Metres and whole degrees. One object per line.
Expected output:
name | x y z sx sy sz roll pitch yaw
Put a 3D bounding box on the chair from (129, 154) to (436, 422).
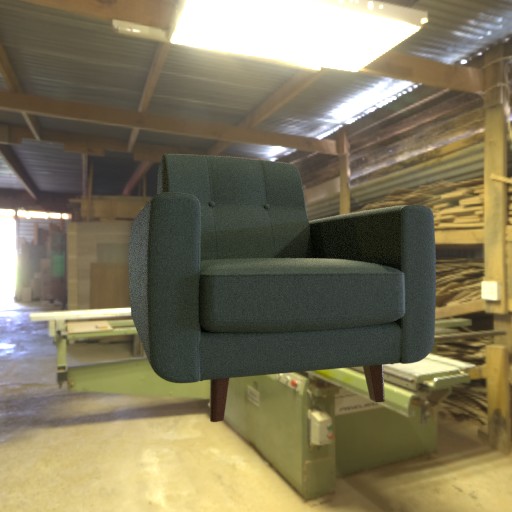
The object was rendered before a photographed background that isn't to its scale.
chair | 0.000 0.000 1.568 0.831 0.841 0.909 0 -1 -19
